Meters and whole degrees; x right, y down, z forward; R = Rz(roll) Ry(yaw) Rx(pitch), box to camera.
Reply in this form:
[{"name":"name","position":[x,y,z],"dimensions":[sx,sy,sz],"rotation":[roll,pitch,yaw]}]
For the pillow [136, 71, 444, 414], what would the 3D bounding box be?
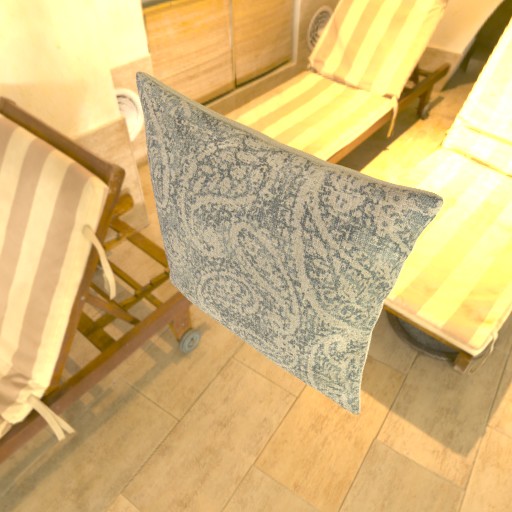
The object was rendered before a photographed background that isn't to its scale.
[{"name":"pillow","position":[0.000,0.000,0.775],"dimensions":[0.523,0.510,0.166],"rotation":[31,53,27]}]
